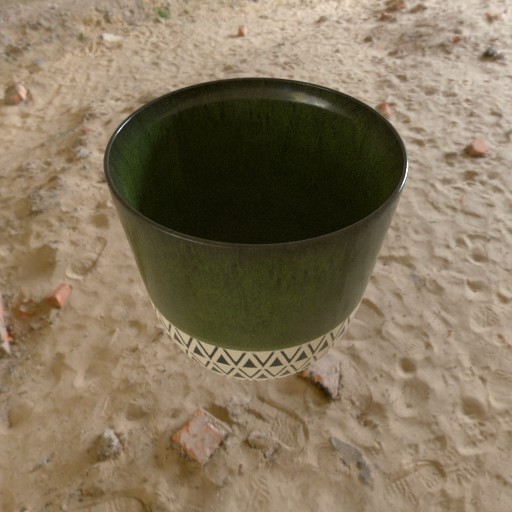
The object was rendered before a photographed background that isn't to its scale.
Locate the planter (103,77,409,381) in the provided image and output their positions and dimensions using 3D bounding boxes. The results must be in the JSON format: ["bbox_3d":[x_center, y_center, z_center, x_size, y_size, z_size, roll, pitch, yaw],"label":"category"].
[{"bbox_3d":[0.000,0.000,0.462,0.245,0.270,0.245,0,46,0],"label":"planter"}]
